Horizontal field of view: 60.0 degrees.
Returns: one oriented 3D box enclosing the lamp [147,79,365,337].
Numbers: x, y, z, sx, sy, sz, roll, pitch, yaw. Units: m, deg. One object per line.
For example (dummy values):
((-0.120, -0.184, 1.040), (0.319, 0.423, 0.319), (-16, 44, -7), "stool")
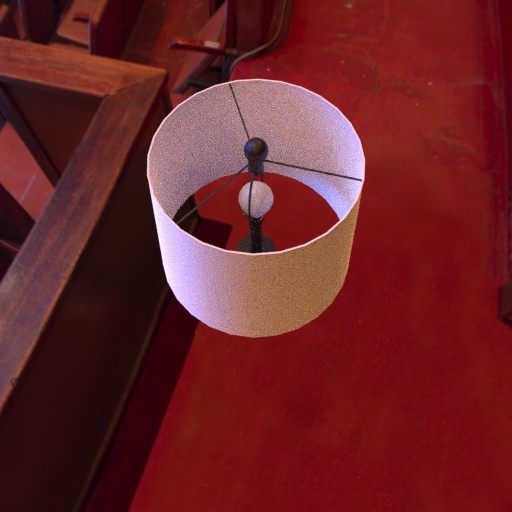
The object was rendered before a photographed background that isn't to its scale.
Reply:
((0.000, 0.000, 0.866), (0.349, 0.667, 0.349), (0, 64, 0), "lamp")
